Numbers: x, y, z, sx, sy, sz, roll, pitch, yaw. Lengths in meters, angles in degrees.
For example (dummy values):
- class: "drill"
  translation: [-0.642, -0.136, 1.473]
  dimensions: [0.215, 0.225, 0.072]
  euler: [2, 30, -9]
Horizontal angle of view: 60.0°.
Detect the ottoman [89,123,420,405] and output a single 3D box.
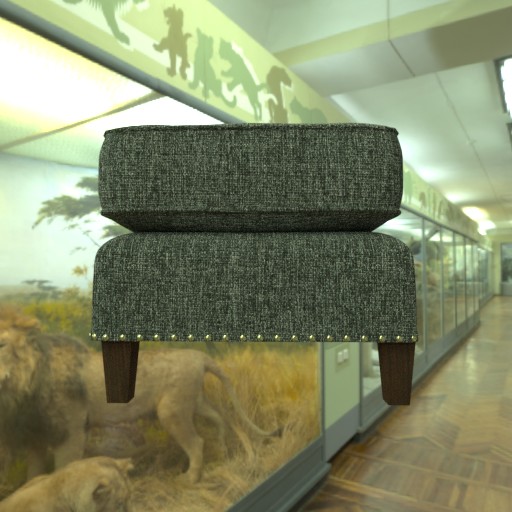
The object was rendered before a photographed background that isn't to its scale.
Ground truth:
- class: "ottoman"
  translation: [0.000, 0.000, 1.128]
  dimensions: [0.589, 0.537, 0.738]
  euler: [0, -1, 1]
